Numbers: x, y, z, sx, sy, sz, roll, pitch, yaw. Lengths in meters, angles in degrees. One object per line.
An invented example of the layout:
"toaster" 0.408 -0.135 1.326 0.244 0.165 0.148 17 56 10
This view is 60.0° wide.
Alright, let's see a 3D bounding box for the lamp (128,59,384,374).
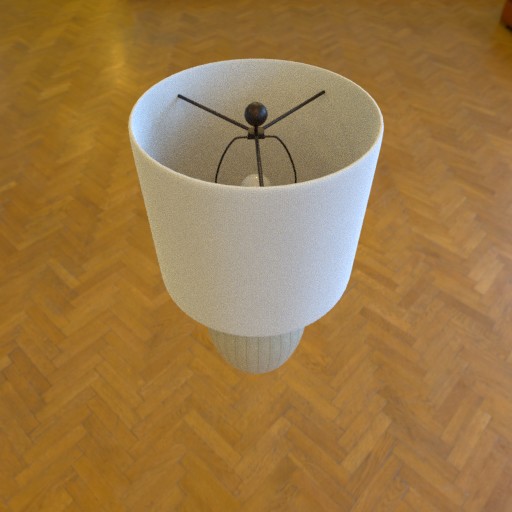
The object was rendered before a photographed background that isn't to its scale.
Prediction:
"lamp" 0.000 0.000 0.776 0.329 0.570 0.329 -2 47 -2
